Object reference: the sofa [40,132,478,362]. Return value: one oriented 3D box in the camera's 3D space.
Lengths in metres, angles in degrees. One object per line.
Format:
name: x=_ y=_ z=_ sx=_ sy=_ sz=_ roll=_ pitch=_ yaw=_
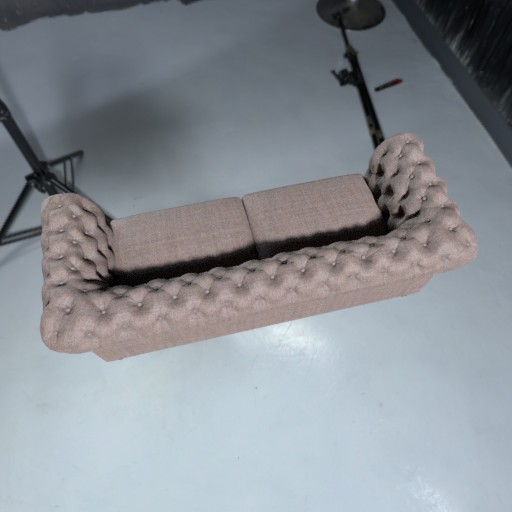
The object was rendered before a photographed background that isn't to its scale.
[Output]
sofa: x=0.000 y=0.000 z=2.742 sx=2.385 sy=0.787 sz=0.944 roll=-12 pitch=60 yaw=-7
